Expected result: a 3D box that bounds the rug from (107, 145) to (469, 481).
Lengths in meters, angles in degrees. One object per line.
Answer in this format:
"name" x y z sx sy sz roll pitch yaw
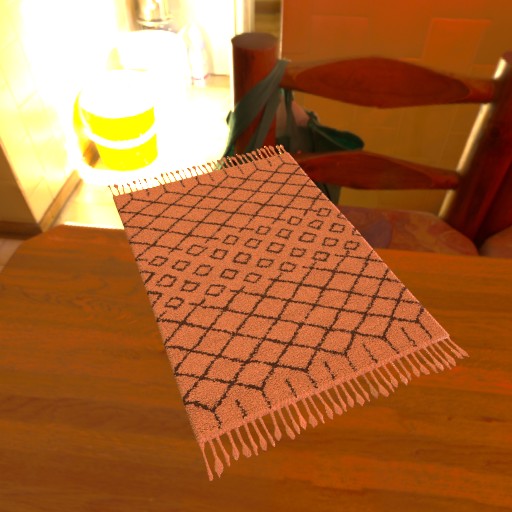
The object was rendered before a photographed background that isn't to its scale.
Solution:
"rug" 0.000 0.000 3.219 1.664 0.029 2.615 -18 49 -16
